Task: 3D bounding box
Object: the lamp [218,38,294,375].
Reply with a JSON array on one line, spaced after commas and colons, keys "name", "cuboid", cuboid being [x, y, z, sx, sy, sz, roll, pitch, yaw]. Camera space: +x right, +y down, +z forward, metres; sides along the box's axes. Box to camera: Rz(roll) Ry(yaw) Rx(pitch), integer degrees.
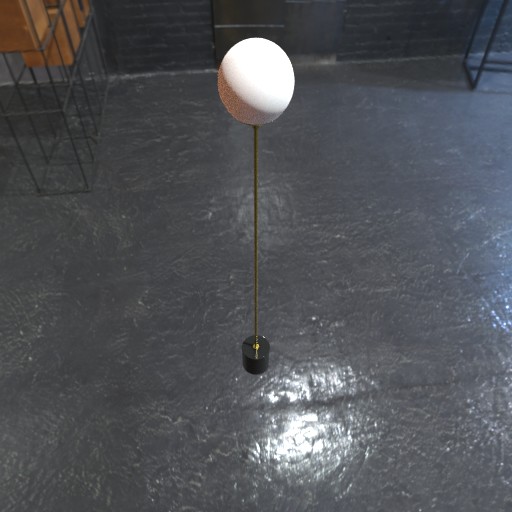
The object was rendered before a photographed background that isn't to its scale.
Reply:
[{"name": "lamp", "cuboid": [0.000, 0.000, 1.875, 0.229, 1.748, 0.229, -5, 47, -4]}]
